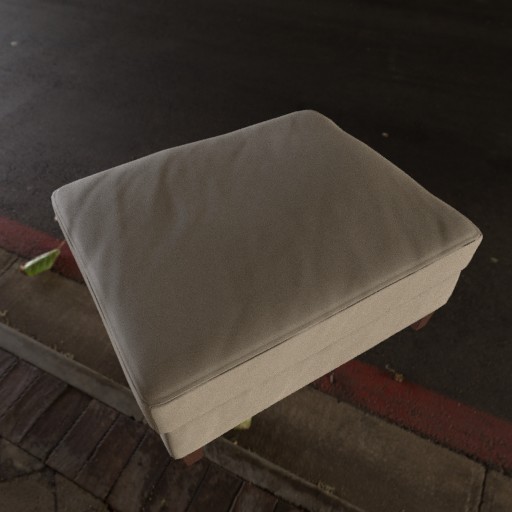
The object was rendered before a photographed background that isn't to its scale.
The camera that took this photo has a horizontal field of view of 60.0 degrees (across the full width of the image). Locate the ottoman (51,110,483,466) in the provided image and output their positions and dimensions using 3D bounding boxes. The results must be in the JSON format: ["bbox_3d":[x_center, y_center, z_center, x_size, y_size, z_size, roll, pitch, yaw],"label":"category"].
[{"bbox_3d":[0.000,0.000,1.415,1.002,0.492,0.836,-24,51,-21],"label":"ottoman"}]
